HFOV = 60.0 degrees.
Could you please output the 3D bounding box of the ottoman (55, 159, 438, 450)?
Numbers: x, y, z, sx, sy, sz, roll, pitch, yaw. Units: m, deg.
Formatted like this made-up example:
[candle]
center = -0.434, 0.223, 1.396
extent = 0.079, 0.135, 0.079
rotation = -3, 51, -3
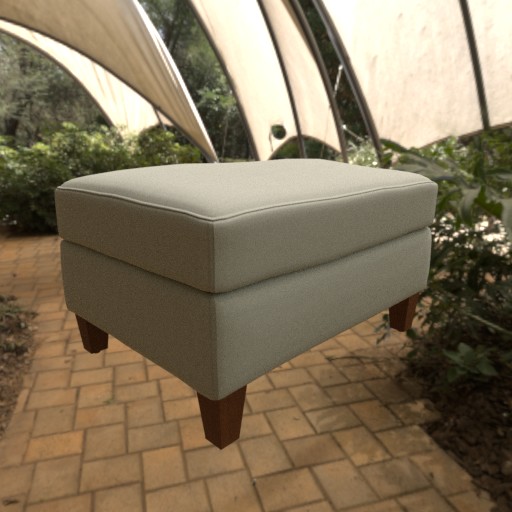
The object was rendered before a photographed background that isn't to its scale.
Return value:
[ottoman]
center = 0.000, 0.000, 1.186
extent = 0.634, 0.496, 0.818
rotation = 15, 21, 43
